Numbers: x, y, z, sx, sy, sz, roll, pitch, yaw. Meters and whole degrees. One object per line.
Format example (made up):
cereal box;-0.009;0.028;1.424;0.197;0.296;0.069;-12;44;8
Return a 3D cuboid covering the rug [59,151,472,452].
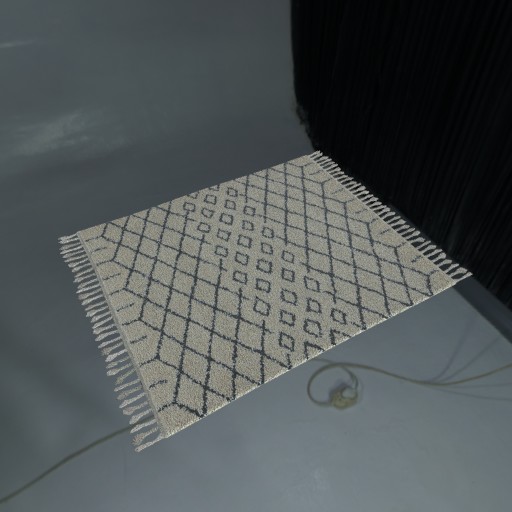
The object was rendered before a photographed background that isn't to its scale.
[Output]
rug;0.000;0.000;4.227;3.213;0.030;2.388;-22;50;-20
